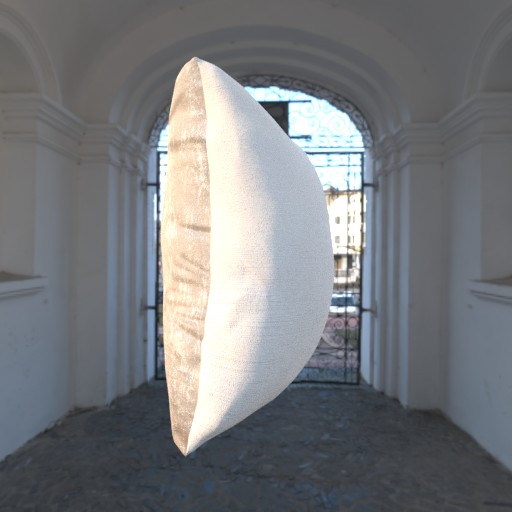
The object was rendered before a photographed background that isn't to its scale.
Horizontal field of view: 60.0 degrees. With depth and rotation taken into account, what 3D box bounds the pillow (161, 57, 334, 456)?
[{"bbox_3d":[0.000,0.000,0.700,0.245,0.448,0.450,0,0,18],"label":"pillow"}]
